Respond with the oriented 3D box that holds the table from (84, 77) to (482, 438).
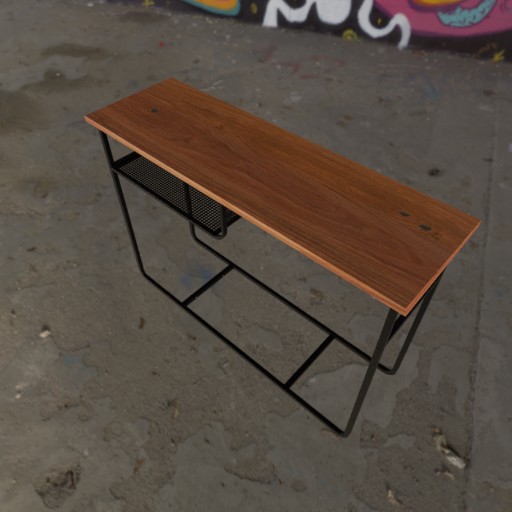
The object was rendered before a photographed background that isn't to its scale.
[{"bbox_3d":[0.000,0.000,1.469,1.100,0.750,0.350,33,55,27],"label":"table"}]
